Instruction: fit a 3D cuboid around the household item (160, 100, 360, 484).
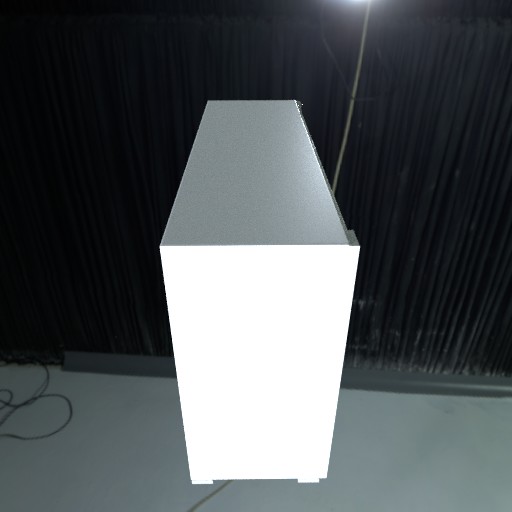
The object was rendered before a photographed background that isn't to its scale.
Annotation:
[{"bbox_3d":[0.000,0.000,1.711,0.420,0.867,1.300,0,32,-1],"label":"household item"}]
